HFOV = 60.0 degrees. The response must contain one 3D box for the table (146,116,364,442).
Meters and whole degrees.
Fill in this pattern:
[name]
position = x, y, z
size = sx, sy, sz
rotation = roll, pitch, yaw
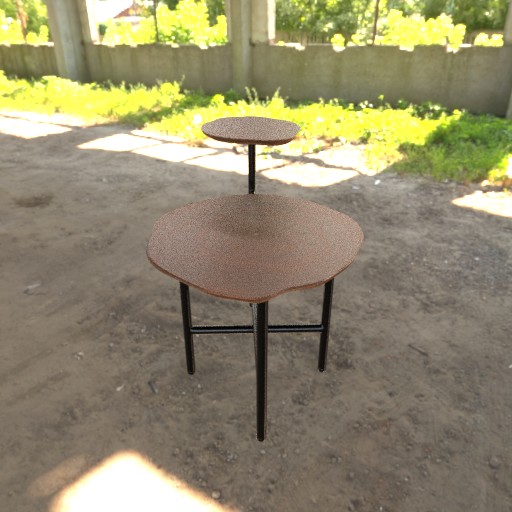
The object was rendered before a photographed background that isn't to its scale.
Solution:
[table]
position = 0.000, 0.000, 1.084
size = 0.442, 0.538, 0.759
rotation = -1, 27, -1
